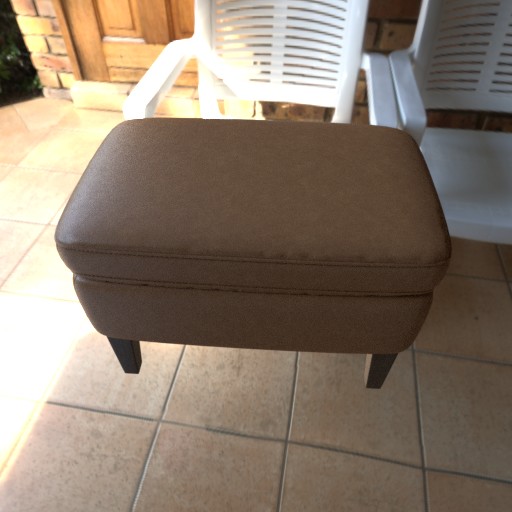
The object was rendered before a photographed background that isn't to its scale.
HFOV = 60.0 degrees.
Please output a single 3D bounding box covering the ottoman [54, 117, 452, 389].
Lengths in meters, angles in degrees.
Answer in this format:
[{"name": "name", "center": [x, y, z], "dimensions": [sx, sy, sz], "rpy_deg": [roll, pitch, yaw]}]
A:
[{"name": "ottoman", "center": [0.000, 0.000, 0.981], "dimensions": [0.670, 0.480, 0.420], "rpy_deg": [3, 46, 3]}]
